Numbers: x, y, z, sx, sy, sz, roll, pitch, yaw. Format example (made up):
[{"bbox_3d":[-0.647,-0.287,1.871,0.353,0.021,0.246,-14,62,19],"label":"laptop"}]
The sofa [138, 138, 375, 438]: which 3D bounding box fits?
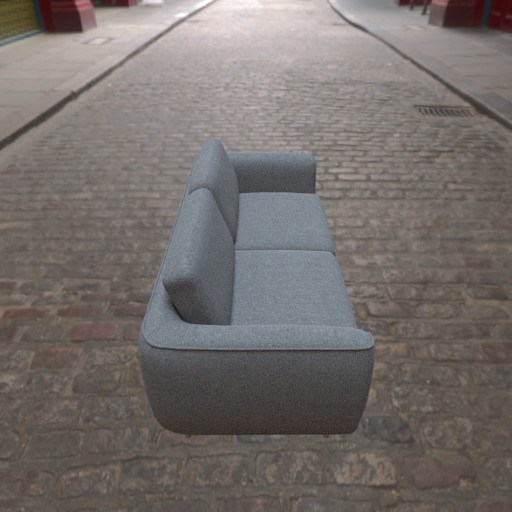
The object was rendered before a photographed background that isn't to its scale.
[{"bbox_3d":[0.000,0.000,2.455,0.920,0.870,2.000,0,33,0],"label":"sofa"}]
